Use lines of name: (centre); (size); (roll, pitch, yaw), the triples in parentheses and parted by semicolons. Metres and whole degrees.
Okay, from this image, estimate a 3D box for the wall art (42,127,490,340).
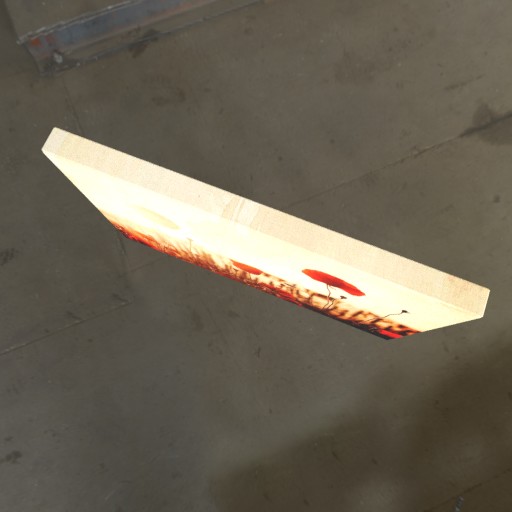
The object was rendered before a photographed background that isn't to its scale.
wall art: (0.000, 0.000, 0.771); (0.613, 0.402, 0.040); (21, 76, 5)
